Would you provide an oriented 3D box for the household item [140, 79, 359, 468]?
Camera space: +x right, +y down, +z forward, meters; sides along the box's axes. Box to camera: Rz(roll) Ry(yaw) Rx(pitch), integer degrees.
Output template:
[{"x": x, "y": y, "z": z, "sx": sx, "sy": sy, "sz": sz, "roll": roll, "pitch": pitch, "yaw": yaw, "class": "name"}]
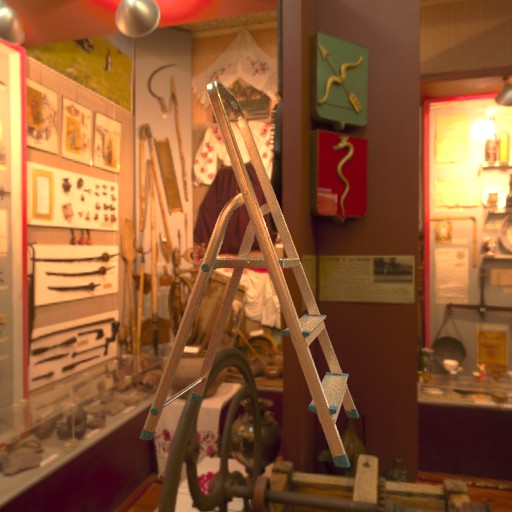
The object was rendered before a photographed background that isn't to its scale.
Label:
[{"x": 0.000, "y": 0.000, "z": 1.568, "sx": 0.687, "sy": 1.215, "sz": 0.420, "roll": 0, "pitch": 1, "yaw": 17, "class": "household item"}]
